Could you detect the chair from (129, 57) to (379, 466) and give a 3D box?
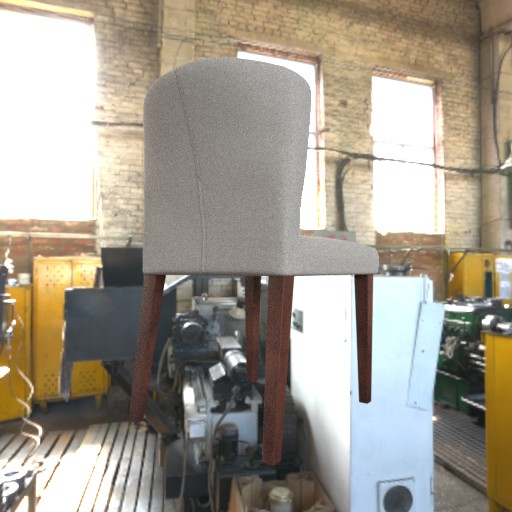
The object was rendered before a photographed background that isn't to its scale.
[{"bbox_3d":[0.000,0.000,1.204,0.491,0.839,0.592,-1,-2,36],"label":"chair"}]
